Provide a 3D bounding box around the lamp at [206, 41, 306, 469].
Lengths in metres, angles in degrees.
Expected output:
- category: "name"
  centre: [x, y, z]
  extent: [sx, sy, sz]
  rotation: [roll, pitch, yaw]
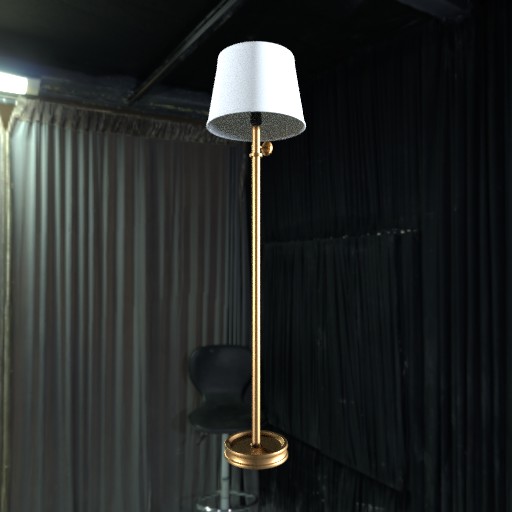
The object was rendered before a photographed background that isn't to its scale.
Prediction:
- category: "lamp"
  centre: [0.000, 0.000, 0.798]
  extent: [0.178, 0.710, 0.178]
  rotation: [0, -1, 0]
